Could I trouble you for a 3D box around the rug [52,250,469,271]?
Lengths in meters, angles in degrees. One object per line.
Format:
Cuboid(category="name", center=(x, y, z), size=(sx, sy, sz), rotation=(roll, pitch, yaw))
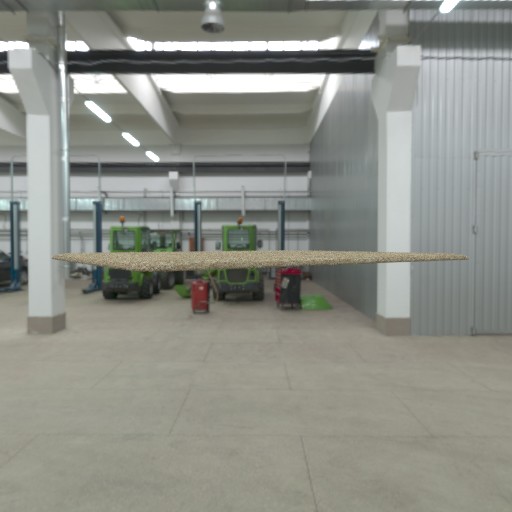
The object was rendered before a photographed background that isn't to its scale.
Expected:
Cuboid(category="rug", center=(0.000, 0.000, 3.772), size=(2.873, 0.050, 2.242), rotation=(-1, 2, -35))
